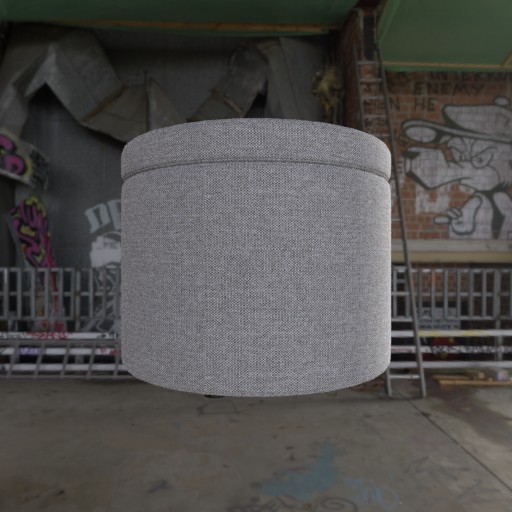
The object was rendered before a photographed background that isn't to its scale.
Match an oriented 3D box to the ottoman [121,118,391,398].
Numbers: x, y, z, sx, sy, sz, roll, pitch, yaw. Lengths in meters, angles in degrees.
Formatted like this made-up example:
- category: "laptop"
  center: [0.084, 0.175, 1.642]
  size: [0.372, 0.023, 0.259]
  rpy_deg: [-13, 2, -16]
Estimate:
- category: "ottoman"
  center: [0.000, 0.000, 0.859]
  size: [0.500, 0.419, 0.500]
  rpy_deg: [0, 0, 0]
